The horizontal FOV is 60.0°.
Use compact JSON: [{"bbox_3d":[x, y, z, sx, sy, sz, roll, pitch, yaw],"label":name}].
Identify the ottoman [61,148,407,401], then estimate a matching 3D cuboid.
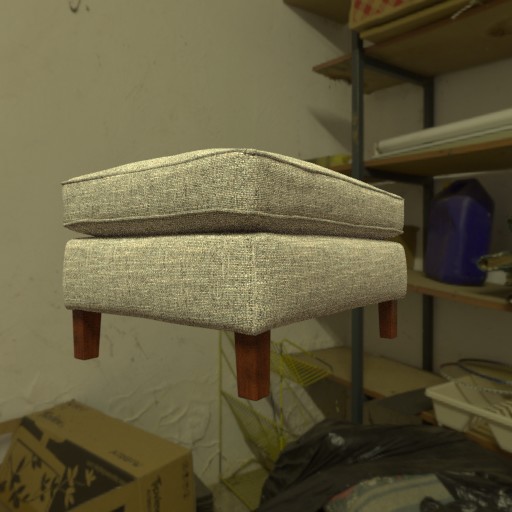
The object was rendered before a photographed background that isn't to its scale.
[{"bbox_3d":[0.000,0.000,0.996,0.508,0.406,0.686,0,0,36],"label":"ottoman"}]
